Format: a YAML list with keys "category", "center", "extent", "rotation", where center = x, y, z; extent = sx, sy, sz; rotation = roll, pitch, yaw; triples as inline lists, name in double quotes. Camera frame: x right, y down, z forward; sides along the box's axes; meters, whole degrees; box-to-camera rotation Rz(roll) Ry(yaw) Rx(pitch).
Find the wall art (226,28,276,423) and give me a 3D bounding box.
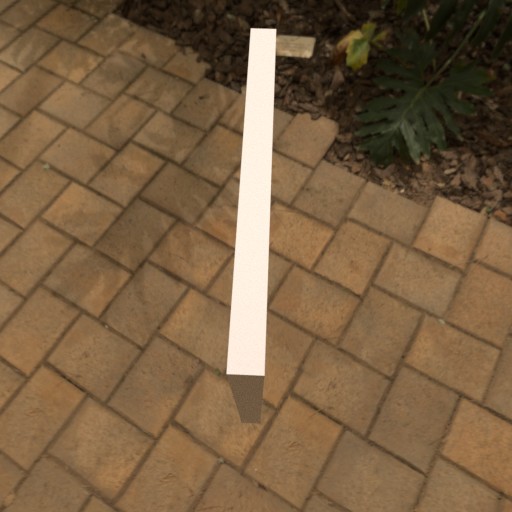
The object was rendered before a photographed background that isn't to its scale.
- category: "wall art"
  center: [0.000, 0.000, 1.980]
  extent: [0.098, 1.291, 1.289]
  rotation: [2, 64, 1]
